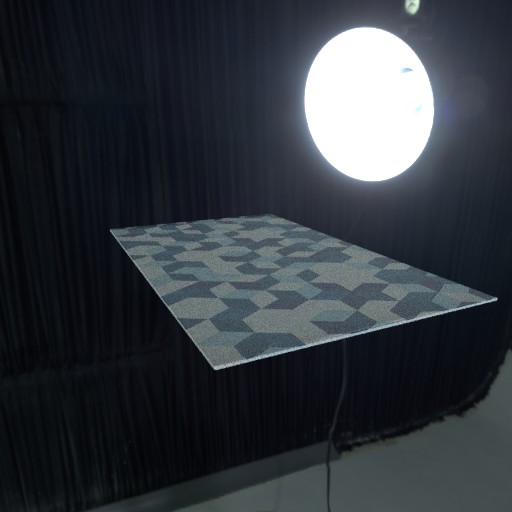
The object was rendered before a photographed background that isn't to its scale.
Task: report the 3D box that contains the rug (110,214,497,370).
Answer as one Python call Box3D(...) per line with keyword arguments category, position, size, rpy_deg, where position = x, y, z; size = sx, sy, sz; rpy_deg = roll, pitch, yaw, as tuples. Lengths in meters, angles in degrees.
Box3D(category="rug", position=(0.000, 0.000, 2.961), size=(1.518, 0.015, 2.438), rpy_deg=(-8, 18, -25))
